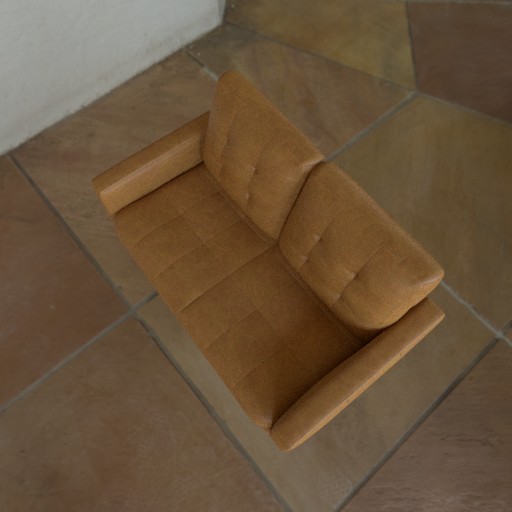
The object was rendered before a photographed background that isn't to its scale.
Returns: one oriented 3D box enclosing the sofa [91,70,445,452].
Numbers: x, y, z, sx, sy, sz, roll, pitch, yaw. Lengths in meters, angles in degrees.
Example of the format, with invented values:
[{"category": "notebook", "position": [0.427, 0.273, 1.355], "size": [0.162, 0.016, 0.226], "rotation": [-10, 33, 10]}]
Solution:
[{"category": "sofa", "position": [0.000, 0.000, 1.970], "size": [0.868, 0.898, 1.430], "rotation": [-35, 70, -15]}]
